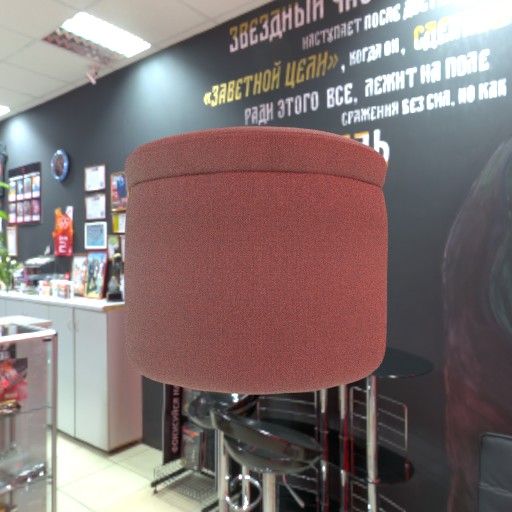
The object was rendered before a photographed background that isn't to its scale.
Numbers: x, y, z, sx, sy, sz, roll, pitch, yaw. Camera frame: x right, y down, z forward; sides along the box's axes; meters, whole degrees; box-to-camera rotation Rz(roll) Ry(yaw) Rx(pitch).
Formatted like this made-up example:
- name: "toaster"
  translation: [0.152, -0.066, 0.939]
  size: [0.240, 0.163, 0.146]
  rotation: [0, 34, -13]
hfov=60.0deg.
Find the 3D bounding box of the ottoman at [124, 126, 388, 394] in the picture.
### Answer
- name: "ottoman"
  translation: [0.000, 0.000, 0.873]
  size: [0.497, 0.409, 0.497]
  rotation: [0, 0, 0]
